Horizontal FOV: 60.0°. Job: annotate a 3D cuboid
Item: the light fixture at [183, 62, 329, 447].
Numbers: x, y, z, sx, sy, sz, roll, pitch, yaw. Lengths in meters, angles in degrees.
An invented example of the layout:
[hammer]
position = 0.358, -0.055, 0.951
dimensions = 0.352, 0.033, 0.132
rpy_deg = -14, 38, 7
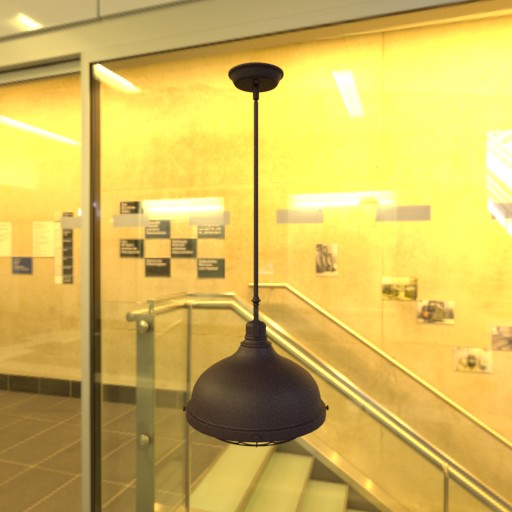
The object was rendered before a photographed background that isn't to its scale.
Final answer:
[light fixture]
position = 0.000, 0.000, 1.038
dimensions = 0.341, 0.849, 0.341
rpy_deg = 0, 0, -1
